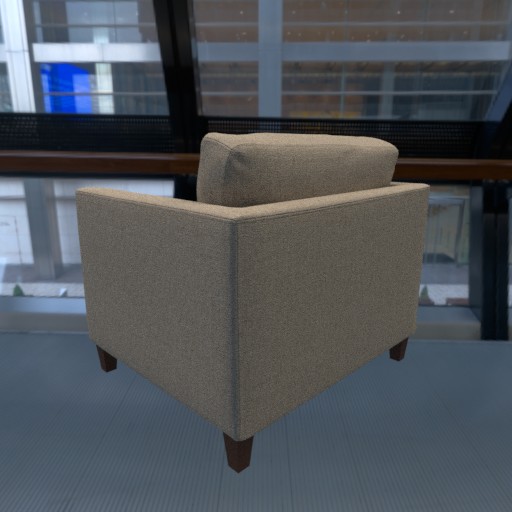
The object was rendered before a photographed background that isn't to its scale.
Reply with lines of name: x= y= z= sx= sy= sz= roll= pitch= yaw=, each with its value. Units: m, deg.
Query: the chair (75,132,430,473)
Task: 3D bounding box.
chair: x=0.000 y=0.000 z=1.814 sx=1.107 sy=0.961 sz=0.959 roll=-14 pitch=20 yaw=-43
